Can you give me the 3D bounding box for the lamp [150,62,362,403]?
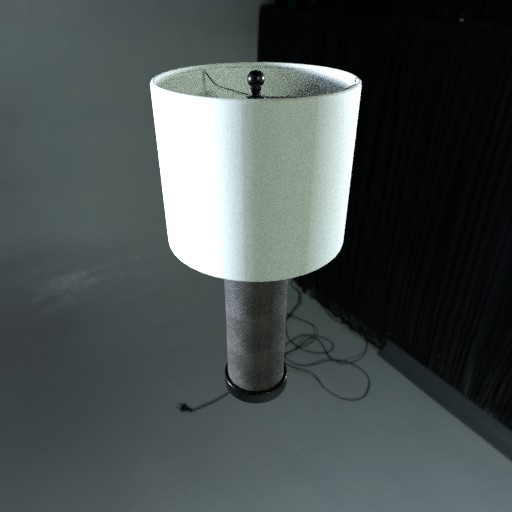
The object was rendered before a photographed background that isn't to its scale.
[{"bbox_3d":[0.000,0.000,0.810,0.305,0.634,0.305,-23,38,-32],"label":"lamp"}]
